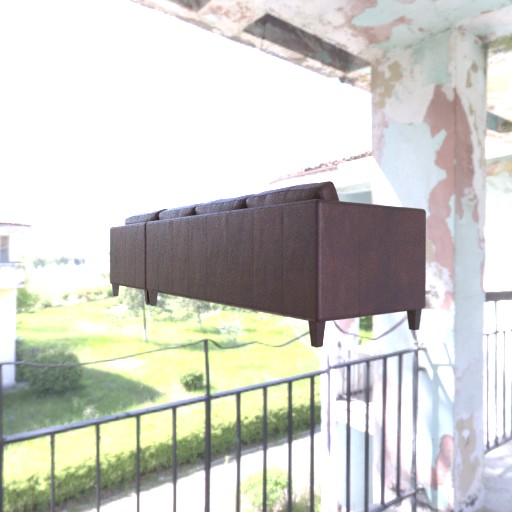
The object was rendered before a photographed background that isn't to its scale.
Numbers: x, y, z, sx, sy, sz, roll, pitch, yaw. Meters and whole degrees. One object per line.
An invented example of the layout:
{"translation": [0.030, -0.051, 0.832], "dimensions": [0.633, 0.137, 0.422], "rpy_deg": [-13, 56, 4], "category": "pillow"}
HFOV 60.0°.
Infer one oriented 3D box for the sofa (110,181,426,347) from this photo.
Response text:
{"translation": [0.000, 0.000, 3.942], "dimensions": [1.581, 0.883, 3.203], "rpy_deg": [-1, 1, -36], "category": "sofa"}
